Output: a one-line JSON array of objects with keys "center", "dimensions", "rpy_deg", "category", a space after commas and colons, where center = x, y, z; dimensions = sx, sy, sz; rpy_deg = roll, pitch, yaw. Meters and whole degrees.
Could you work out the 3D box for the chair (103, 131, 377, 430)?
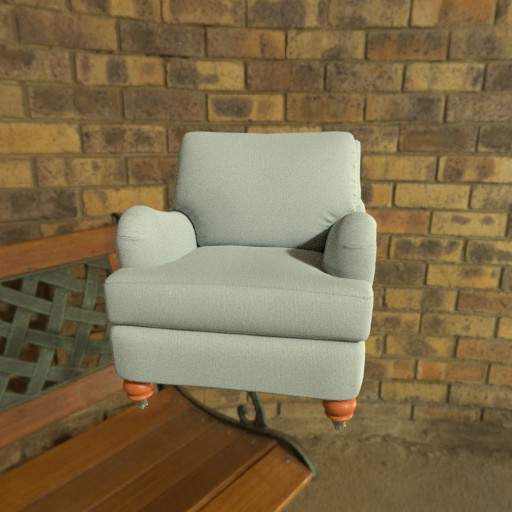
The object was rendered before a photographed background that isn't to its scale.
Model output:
[{"center": [0.000, 0.000, 1.914], "dimensions": [0.955, 1.038, 1.070], "rpy_deg": [3, 15, 9], "category": "chair"}]
